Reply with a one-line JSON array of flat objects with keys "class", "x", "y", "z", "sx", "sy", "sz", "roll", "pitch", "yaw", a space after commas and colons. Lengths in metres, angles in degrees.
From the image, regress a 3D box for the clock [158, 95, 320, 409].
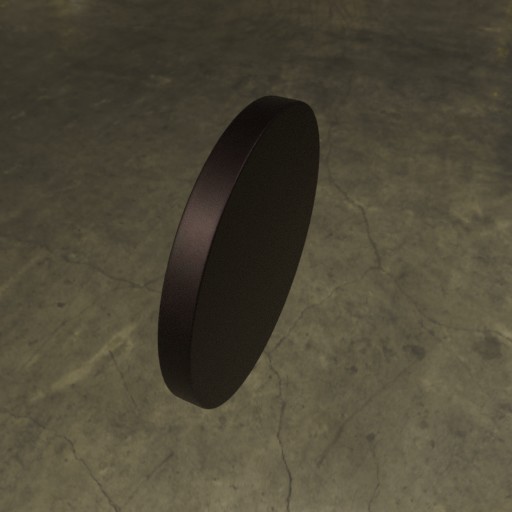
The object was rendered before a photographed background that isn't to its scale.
[{"class": "clock", "x": 0.000, "y": 0.000, "z": 0.459, "sx": 0.029, "sy": 0.314, "sz": 0.314, "roll": 18, "pitch": 48, "yaw": 17}]
